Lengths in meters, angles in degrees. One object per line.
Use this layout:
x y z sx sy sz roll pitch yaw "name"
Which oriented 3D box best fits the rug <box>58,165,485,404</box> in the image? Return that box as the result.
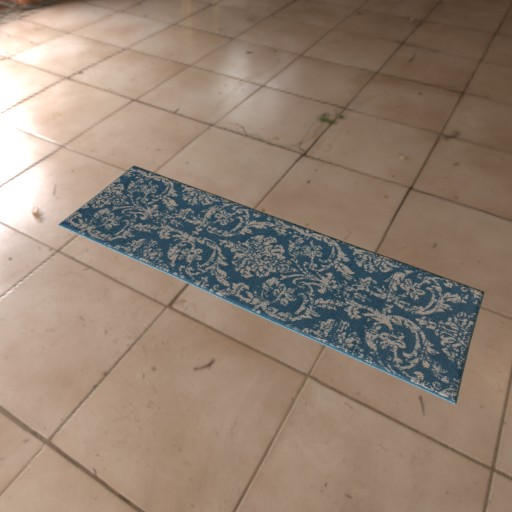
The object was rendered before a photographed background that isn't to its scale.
0.000 0.000 2.338 2.196 0.011 0.662 22 50 20 "rug"
